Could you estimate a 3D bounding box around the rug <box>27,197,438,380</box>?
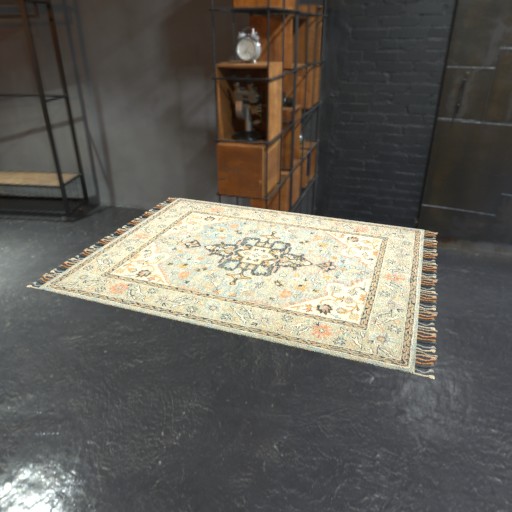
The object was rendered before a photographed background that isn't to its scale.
[{"bbox_3d":[0.000,0.000,2.246,1.730,0.009,1.278,9,28,18],"label":"rug"}]
